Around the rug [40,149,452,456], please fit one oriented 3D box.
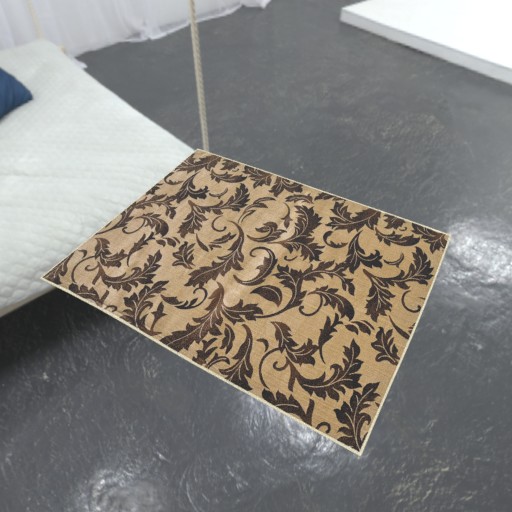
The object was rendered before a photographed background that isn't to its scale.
[{"bbox_3d":[0.000,0.000,4.044,2.977,0.008,2.380,23,50,20],"label":"rug"}]
